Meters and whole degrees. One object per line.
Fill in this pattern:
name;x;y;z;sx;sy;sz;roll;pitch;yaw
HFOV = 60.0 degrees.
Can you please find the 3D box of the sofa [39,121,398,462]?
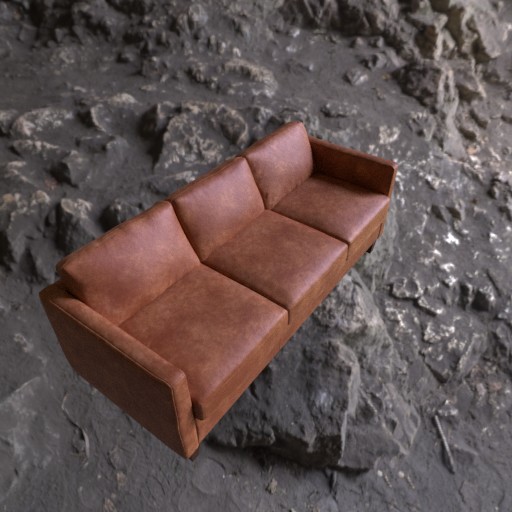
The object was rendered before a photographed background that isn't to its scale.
sofa;0.000;0.000;3.018;1.045;1.006;2.464;26;46;27
